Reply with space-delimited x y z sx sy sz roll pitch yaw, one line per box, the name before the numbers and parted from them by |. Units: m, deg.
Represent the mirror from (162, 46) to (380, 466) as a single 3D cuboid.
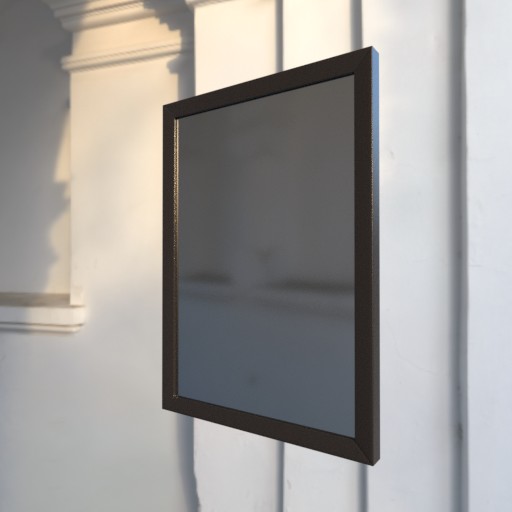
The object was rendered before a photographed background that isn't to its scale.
mirror | 0.000 0.000 0.908 0.507 0.710 0.040 0 -1 35
